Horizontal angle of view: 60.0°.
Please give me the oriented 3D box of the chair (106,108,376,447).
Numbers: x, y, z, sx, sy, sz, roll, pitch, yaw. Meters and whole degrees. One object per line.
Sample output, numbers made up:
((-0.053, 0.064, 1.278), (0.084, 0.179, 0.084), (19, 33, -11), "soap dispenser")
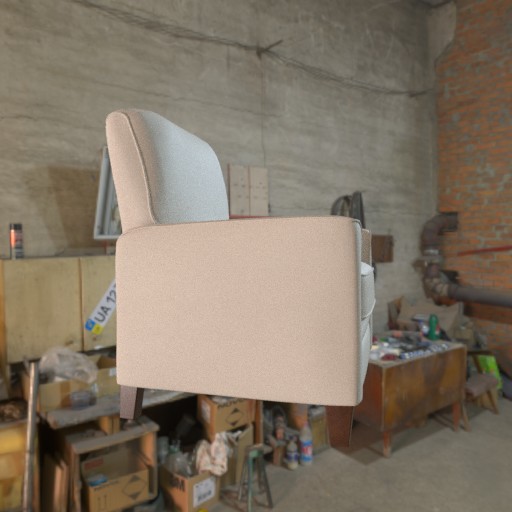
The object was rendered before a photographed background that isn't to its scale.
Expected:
((0.000, 0.000, 1.661), (0.858, 1.028, 0.841), (0, 1, 17), "chair")
